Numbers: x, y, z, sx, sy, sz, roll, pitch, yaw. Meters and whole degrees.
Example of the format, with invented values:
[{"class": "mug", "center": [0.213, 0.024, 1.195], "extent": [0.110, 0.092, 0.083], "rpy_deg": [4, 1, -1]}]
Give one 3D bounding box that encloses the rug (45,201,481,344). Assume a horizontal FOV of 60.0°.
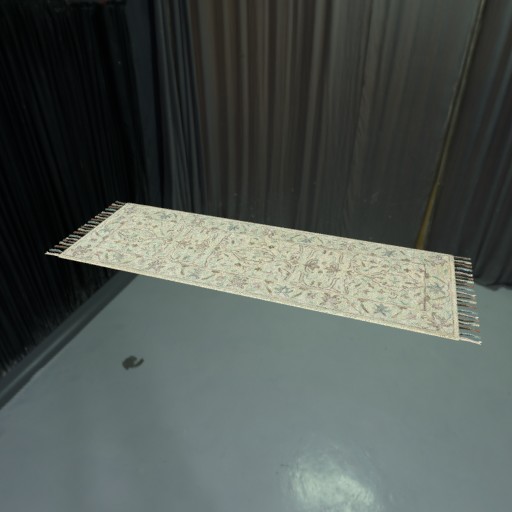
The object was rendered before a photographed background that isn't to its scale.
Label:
[{"class": "rug", "center": [0.000, 0.000, 2.660], "extent": [2.440, 0.013, 0.769], "rpy_deg": [10, 34, 16]}]
